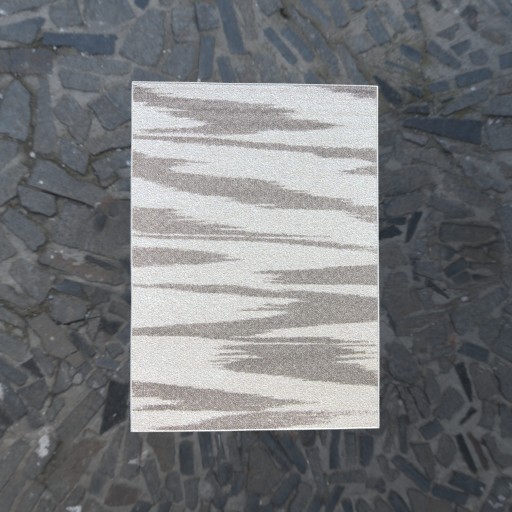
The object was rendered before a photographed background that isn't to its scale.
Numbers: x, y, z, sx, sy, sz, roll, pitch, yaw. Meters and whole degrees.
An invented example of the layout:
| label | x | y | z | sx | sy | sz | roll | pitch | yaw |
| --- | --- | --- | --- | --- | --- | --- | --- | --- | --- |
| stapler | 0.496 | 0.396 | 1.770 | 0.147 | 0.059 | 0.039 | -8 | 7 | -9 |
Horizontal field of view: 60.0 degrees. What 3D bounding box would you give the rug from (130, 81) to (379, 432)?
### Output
| label | x | y | z | sx | sy | sz | roll | pitch | yaw |
| --- | --- | --- | --- | --- | --- | --- | --- | --- | --- |
| rug | 0.000 | 0.000 | 2.733 | 1.533 | 0.010 | 2.142 | 0 | 89 | -2 |
